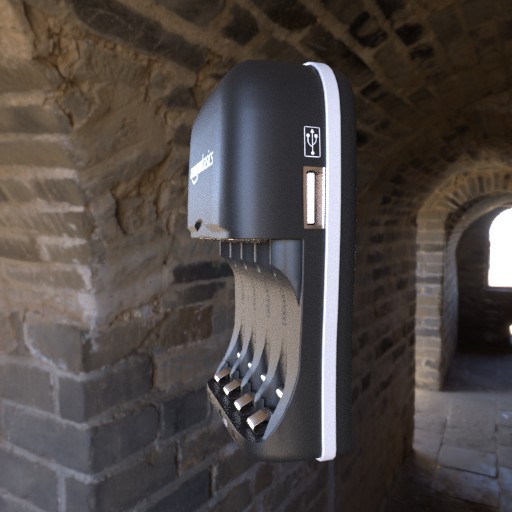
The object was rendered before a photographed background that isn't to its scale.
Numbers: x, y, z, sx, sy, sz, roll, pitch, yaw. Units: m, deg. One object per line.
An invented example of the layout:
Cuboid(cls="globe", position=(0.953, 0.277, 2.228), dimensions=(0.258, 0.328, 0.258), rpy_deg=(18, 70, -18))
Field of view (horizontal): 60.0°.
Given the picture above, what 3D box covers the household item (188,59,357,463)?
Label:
Cuboid(cls="household item", position=(0.000, 0.000, 0.147), dimensions=(0.038, 0.114, 0.070), rpy_deg=(-1, 3, -18))
